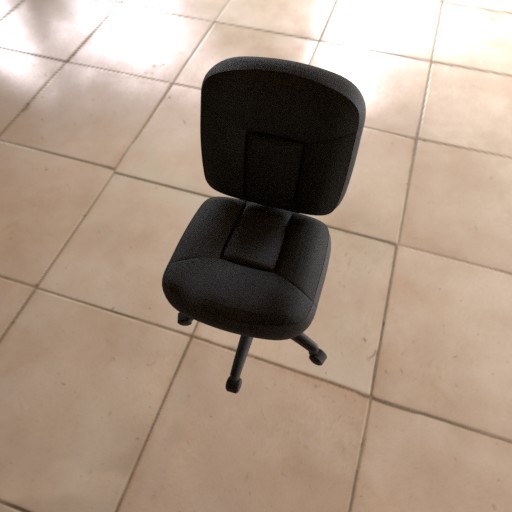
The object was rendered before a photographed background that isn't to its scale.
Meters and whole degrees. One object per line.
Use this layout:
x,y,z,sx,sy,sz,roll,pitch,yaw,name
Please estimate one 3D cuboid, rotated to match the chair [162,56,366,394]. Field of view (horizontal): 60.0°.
0.000,0.000,1.379,0.610,0.972,0.610,14,58,9,chair
